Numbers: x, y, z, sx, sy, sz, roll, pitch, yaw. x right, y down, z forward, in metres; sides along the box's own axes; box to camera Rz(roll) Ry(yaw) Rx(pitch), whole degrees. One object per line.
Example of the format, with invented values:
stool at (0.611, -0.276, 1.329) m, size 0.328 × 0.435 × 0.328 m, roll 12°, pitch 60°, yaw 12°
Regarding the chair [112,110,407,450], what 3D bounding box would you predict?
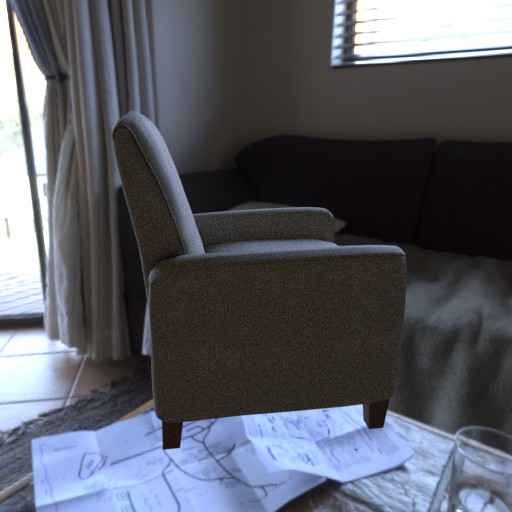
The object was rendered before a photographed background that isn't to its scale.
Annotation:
chair at (0.000, 0.000, 1.638) m, size 0.864 × 1.014 × 0.848 m, roll -2°, pitch 15°, yaw -8°
